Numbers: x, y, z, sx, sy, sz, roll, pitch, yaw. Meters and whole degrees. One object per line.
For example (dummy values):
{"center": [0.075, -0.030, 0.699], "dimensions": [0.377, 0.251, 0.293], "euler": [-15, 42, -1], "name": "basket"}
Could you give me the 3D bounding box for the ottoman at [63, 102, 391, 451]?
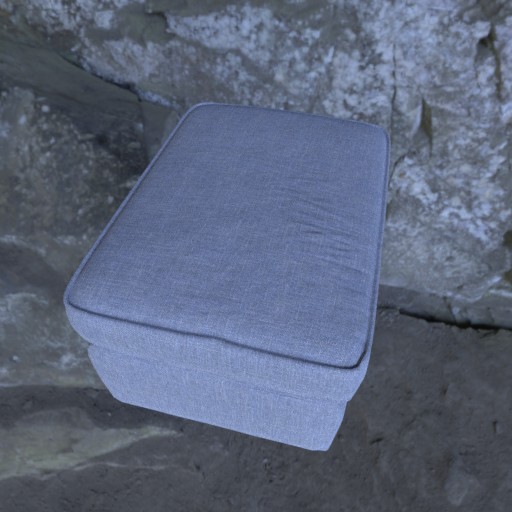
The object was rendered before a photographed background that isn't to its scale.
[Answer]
{"center": [0.000, 0.000, 1.106], "dimensions": [0.559, 0.457, 0.762], "euler": [11, 49, 9], "name": "ottoman"}
